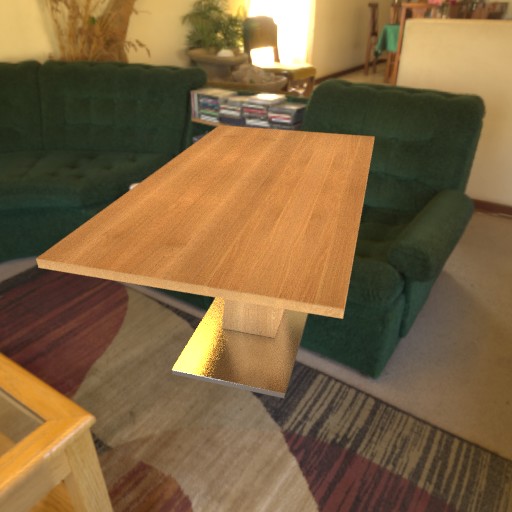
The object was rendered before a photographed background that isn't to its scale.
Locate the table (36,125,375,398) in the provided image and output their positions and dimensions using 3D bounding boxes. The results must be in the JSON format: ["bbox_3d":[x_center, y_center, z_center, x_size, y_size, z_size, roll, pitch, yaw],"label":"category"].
[{"bbox_3d":[0.000,0.000,2.056,0.900,0.750,1.600,8,32,13],"label":"table"}]
